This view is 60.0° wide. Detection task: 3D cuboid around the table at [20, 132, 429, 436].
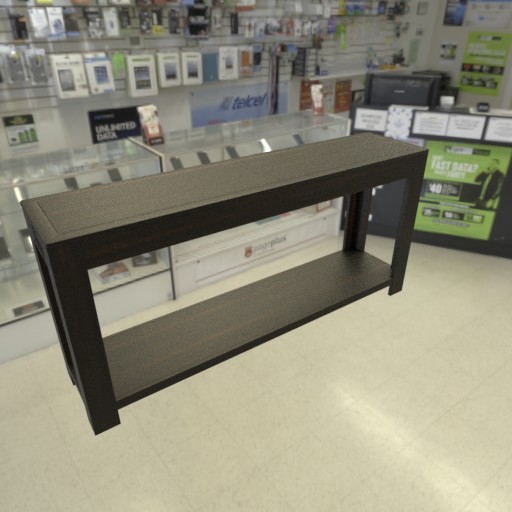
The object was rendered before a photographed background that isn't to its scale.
[{"bbox_3d":[0.000,0.000,1.909,1.631,0.762,0.384,-18,34,-30],"label":"table"}]
